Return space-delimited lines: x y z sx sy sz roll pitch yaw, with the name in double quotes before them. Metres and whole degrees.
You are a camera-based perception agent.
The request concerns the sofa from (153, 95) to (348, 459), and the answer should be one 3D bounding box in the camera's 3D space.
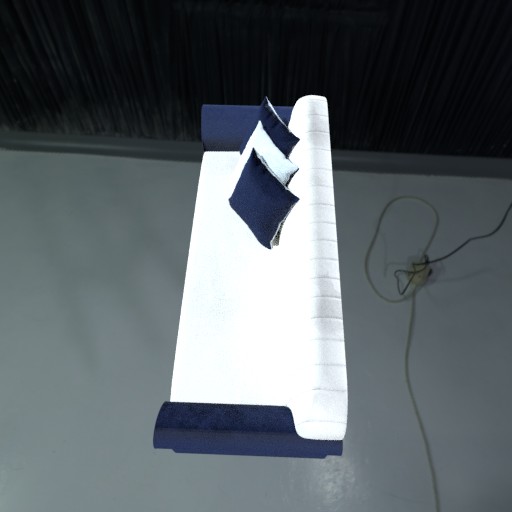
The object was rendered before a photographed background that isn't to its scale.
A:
"sofa" 0.000 0.000 2.403 0.749 0.789 2.006 2 58 1
